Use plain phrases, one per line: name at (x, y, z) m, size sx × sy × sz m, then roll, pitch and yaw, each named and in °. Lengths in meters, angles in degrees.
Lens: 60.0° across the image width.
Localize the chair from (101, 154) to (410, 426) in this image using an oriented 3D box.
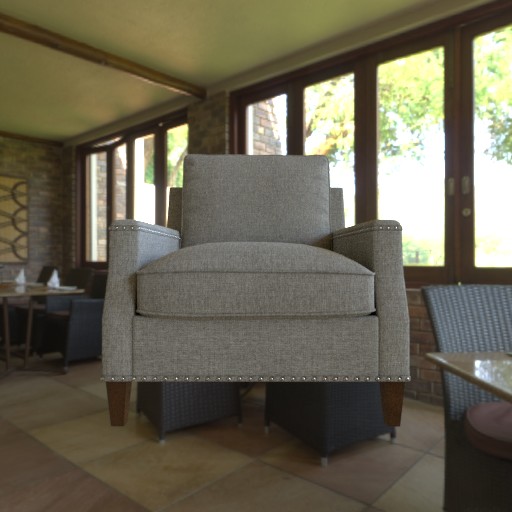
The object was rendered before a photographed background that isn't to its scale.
chair at (0.000, 0.000, 1.681) m, size 0.853 × 0.943 × 1.014 m, roll 0°, pitch 0°, yaw 0°
